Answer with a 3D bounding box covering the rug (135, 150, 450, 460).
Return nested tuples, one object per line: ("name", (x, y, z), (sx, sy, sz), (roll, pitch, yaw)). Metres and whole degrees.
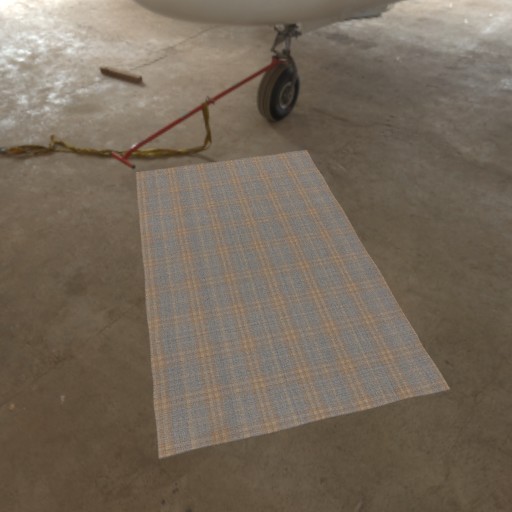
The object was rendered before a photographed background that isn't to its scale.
("rug", (0.000, 0.000, 3.075), (1.545, 0.016, 2.460), (-10, 46, -10))
